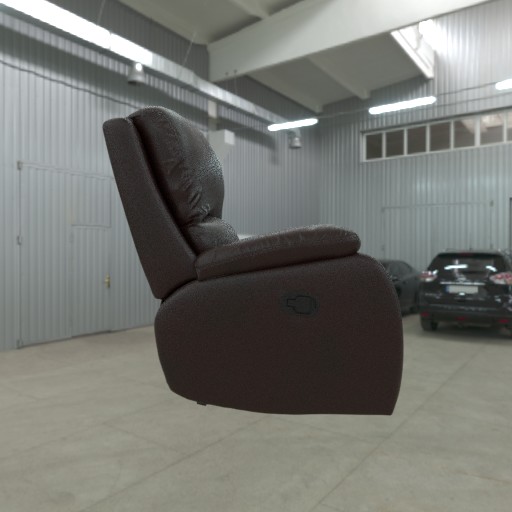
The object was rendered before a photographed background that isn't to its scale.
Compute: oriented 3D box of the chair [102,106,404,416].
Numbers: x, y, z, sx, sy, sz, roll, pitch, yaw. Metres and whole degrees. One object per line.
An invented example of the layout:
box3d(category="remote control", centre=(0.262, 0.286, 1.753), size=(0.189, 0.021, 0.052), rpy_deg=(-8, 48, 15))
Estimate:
box3d(category="chair", centre=(0.000, 0.000, 1.722), size=(0.899, 1.011, 0.930), rpy_deg=(0, 0, 1))
